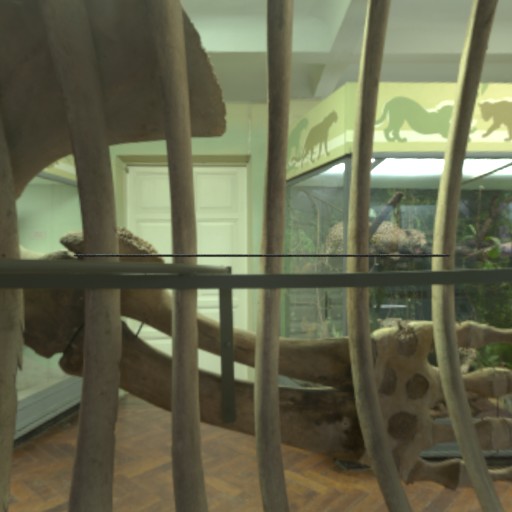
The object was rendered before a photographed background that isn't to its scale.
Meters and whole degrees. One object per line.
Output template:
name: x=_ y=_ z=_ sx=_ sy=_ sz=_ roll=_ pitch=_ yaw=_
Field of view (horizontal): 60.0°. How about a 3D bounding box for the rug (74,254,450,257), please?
rug: x=0.000 y=0.000 z=3.037 sx=1.554 sy=0.011 sz=2.476 roll=0 pitch=0 yaw=-1
